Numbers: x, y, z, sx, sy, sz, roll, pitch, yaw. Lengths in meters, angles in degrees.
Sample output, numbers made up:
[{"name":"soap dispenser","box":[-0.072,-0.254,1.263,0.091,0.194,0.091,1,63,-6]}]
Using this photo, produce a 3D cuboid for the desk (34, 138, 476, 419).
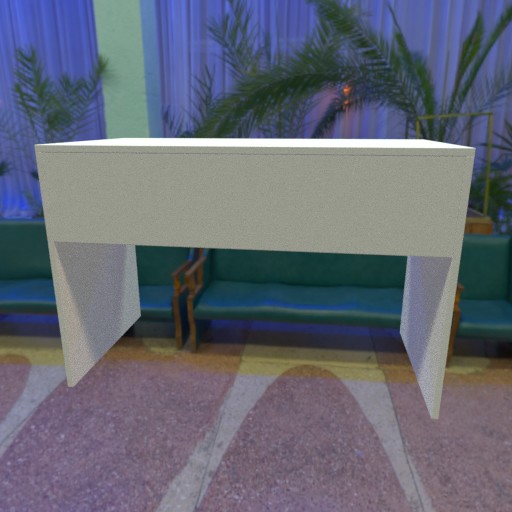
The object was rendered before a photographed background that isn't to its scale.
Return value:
[{"name":"desk","box":[0.000,0.000,1.462,1.100,0.730,0.560,2,17,8]}]
